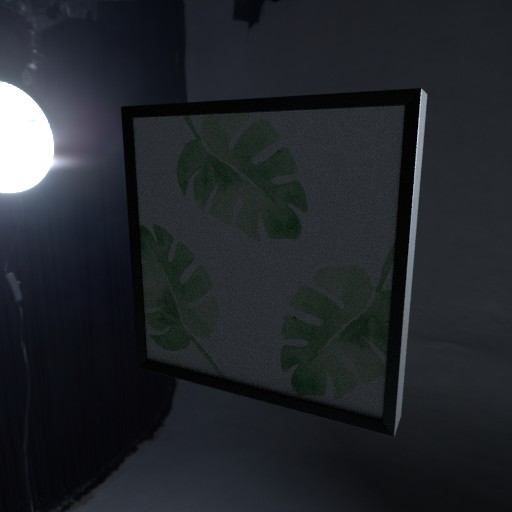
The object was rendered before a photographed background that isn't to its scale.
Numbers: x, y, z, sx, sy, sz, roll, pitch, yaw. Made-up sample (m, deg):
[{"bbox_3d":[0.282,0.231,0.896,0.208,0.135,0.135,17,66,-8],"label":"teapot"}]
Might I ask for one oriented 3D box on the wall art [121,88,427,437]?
[{"bbox_3d":[0.000,0.000,0.457,0.304,0.304,0.038,6,14,26],"label":"wall art"}]
